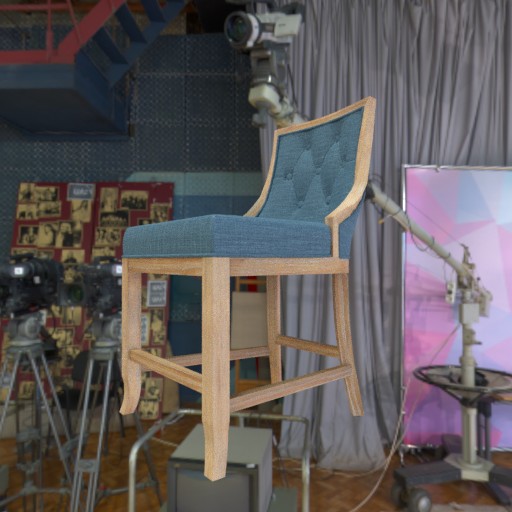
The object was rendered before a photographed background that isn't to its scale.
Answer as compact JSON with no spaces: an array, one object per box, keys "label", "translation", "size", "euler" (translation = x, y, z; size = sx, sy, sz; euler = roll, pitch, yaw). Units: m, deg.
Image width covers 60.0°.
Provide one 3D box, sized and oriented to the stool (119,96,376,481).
[{"label":"stool","translation":[0.000,0.000,1.309],"size":[0.626,0.938,0.524],"euler":[0,-1,-37]}]
